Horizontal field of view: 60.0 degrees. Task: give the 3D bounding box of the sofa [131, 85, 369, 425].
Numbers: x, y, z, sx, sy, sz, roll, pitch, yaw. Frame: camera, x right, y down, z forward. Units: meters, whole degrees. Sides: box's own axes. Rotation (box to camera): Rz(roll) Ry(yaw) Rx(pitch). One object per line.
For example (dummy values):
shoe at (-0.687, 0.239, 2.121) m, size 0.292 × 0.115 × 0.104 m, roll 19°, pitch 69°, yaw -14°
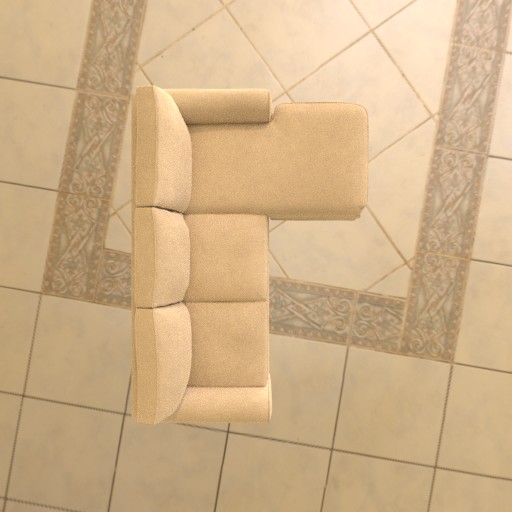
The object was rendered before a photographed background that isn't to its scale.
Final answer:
sofa at (0.000, 0.000, 2.412) m, size 1.226 × 0.734 × 1.770 m, roll 0°, pitch 90°, yaw 1°
